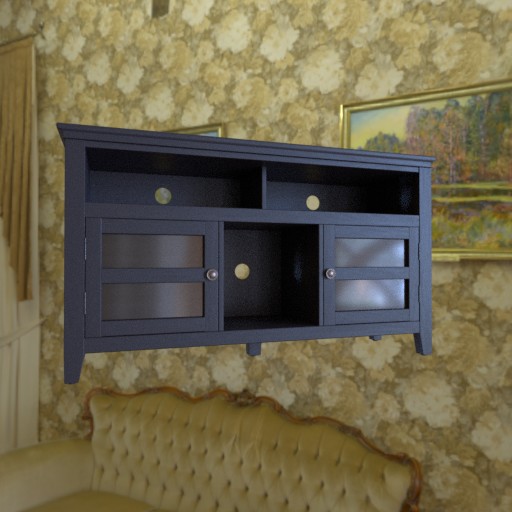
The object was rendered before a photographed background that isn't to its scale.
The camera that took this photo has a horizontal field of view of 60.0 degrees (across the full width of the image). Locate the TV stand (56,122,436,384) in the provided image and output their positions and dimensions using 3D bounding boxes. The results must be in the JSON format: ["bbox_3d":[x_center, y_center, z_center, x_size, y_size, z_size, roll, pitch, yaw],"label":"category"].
[{"bbox_3d":[0.000,0.000,1.487,1.198,0.681,0.347,0,-1,-18],"label":"TV stand"}]
